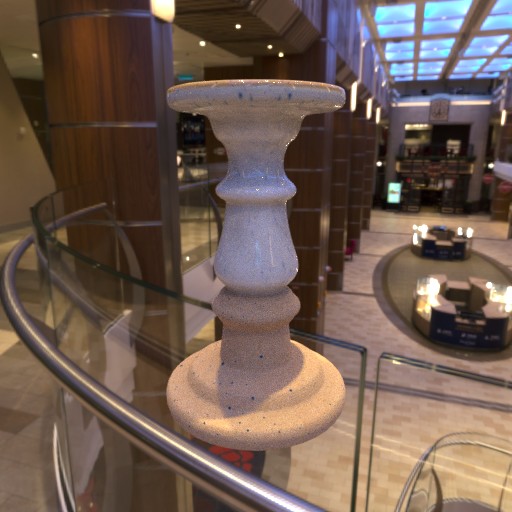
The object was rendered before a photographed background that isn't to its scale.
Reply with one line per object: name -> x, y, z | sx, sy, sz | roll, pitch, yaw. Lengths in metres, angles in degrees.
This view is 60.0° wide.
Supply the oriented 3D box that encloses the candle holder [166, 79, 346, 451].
candle holder -> 0.000, 0.000, 0.286 | 0.123, 0.202, 0.123 | 0, 15, 0
